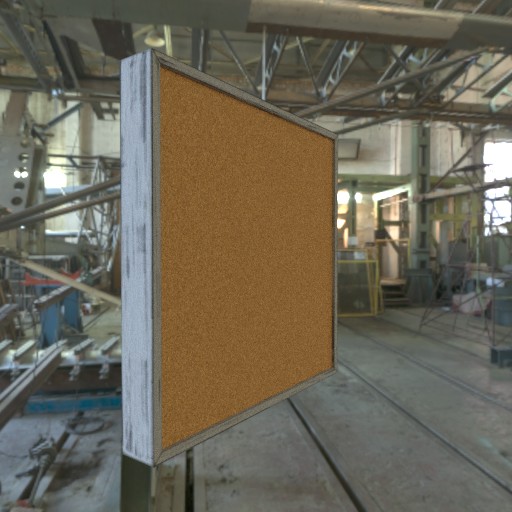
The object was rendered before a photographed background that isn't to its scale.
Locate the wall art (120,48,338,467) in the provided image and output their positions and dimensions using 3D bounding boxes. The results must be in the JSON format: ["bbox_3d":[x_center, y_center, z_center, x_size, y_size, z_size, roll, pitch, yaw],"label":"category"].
[{"bbox_3d":[0.000,0.000,0.453,0.036,0.303,0.303,1,2,36],"label":"wall art"}]
